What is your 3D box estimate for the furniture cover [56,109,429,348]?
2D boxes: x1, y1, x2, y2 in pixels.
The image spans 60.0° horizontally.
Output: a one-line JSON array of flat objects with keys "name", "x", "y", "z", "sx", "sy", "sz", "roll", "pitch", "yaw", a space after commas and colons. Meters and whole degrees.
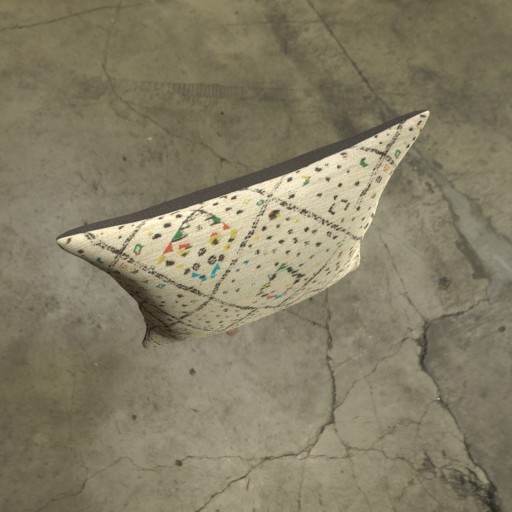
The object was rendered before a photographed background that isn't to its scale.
[{"name": "furniture cover", "x": 0.000, "y": 0.000, "z": 0.787, "sx": 0.525, "sy": 0.498, "sz": 0.180, "roll": -21, "pitch": 66, "yaw": -10}]
